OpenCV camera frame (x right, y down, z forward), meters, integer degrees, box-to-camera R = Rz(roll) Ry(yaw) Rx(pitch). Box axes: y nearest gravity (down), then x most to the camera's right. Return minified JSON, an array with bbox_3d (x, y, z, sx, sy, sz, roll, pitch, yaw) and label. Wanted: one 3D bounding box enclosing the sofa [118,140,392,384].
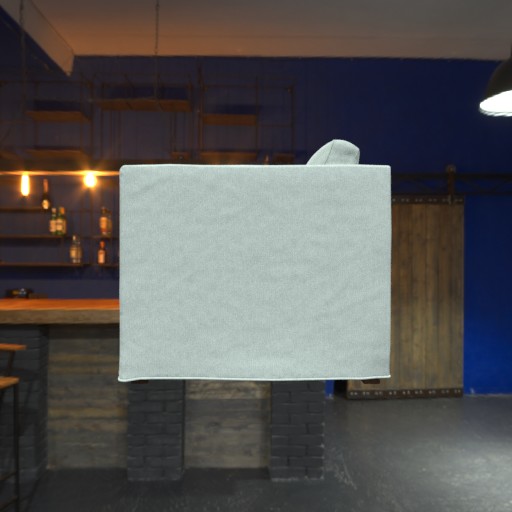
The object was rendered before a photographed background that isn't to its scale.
[{"bbox_3d":[0.000,0.000,2.450,0.940,0.870,1.987,0,0,0],"label":"sofa"}]
